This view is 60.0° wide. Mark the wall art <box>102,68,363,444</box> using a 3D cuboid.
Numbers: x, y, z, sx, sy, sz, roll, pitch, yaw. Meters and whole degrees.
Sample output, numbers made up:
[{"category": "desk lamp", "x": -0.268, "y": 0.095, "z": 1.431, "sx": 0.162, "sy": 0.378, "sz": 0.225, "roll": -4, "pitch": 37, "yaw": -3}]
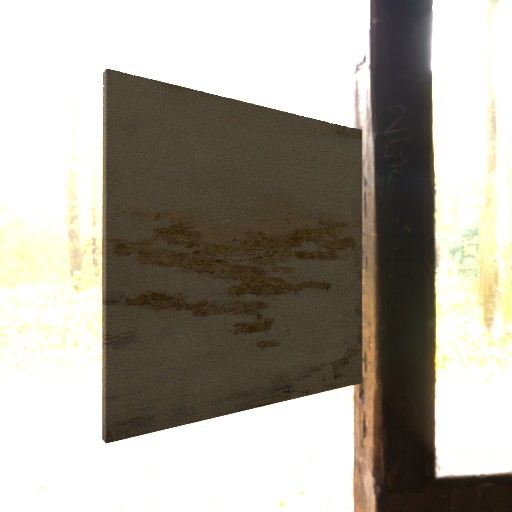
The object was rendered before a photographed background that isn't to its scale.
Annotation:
[{"category": "wall art", "x": 0.000, "y": 0.000, "z": 1.502, "sx": 1.015, "sy": 1.018, "sz": 0.040, "roll": 0, "pitch": 0, "yaw": -35}]
